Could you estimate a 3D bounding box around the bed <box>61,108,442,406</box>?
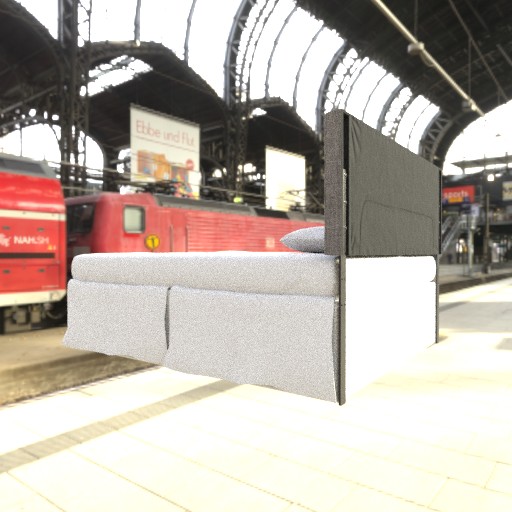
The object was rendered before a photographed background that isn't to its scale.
[{"bbox_3d":[0.000,0.000,2.932,1.958,1.168,1.621,0,1,36],"label":"bed"}]
